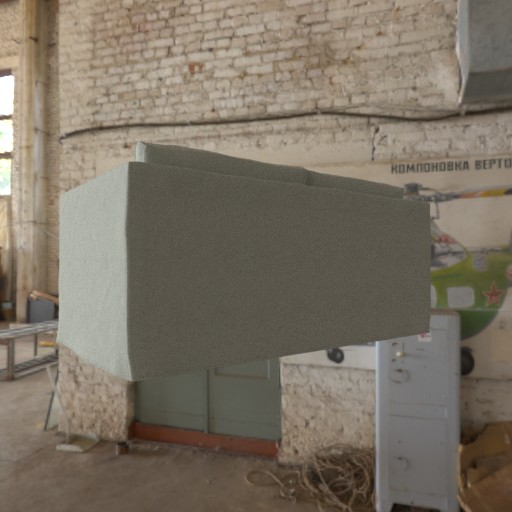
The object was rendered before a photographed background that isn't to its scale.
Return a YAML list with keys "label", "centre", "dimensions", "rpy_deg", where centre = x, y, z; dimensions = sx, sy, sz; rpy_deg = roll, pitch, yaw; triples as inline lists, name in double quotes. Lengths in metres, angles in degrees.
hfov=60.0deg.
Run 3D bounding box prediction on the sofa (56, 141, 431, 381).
- label: "sofa"
  centre: [0.000, 0.000, 2.271]
  dimensions: [1.727, 0.830, 0.944]
  rpy_deg: [1, -1, -37]
